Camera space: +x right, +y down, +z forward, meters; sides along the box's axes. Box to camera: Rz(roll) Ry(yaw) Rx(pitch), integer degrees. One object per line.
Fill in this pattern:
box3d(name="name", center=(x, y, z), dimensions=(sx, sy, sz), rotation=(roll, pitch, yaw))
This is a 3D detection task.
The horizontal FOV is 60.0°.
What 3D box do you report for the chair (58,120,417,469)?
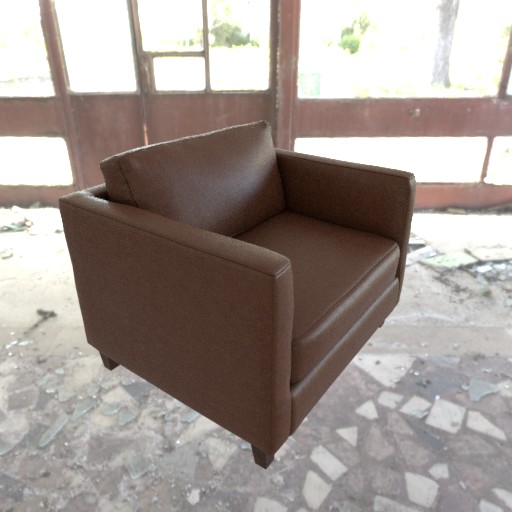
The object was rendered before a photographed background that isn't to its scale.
box3d(name="chair", center=(0.000, 0.000, 1.803), dimensions=(0.959, 0.917, 1.107), rotation=(18, 32, 32))
